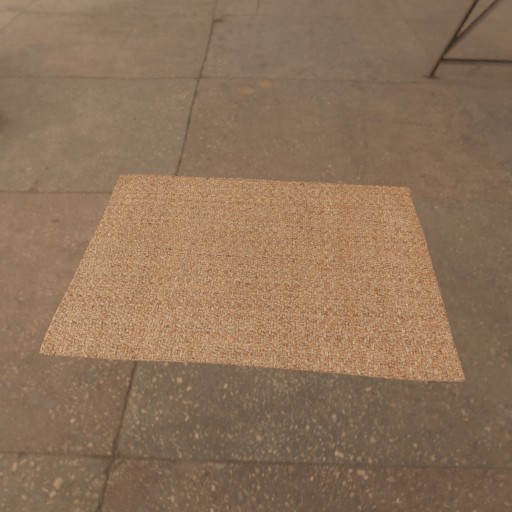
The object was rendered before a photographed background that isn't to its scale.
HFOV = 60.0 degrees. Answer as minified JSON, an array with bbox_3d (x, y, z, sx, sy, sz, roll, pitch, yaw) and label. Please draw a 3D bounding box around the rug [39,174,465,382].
[{"bbox_3d":[0.000,0.000,2.728,2.141,0.013,1.566,3,47,2],"label":"rug"}]
